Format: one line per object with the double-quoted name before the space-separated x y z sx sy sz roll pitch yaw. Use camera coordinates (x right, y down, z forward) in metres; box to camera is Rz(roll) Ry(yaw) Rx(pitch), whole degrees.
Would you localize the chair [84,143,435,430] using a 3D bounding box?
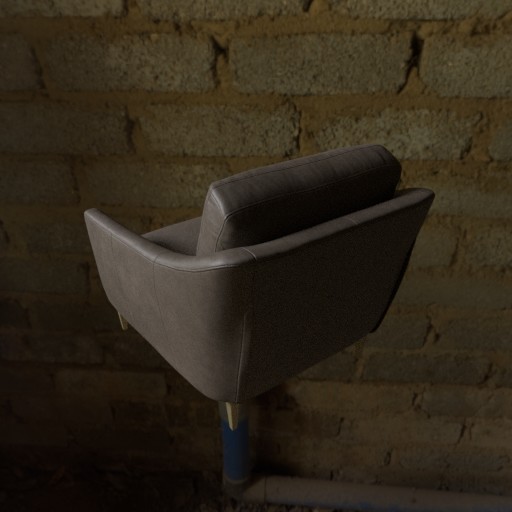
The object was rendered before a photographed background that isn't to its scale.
"chair" 0.000 0.000 1.688 0.988 0.901 0.961 -20 37 -29
